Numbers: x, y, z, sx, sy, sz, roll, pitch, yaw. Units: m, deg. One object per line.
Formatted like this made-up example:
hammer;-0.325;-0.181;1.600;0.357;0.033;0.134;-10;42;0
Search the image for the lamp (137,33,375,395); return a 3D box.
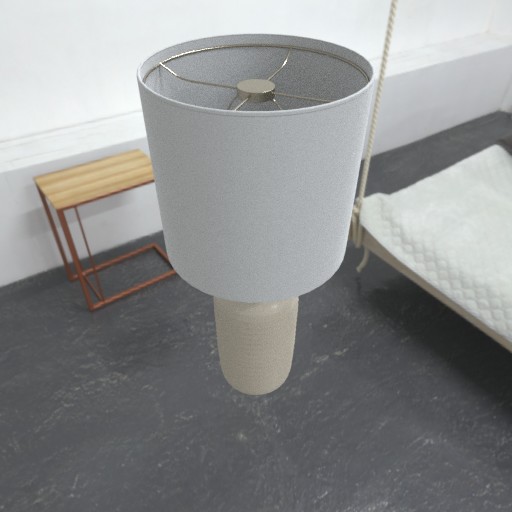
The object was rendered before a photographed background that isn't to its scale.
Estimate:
lamp;0.000;0.000;0.572;0.220;0.475;0.220;25;47;26
